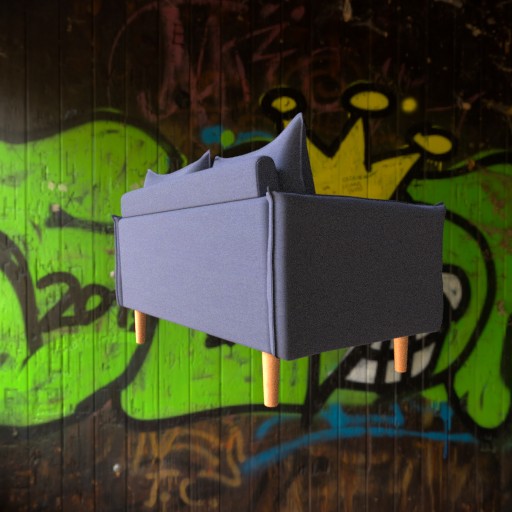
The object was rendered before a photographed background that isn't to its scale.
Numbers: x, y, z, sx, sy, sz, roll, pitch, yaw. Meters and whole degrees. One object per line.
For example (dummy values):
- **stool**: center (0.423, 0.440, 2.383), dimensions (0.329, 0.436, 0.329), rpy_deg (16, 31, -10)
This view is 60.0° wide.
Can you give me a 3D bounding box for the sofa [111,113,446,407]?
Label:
- **sofa**: center (0.000, 0.000, 1.865), dimensions (0.820, 0.840, 1.300), rpy_deg (-1, 2, -36)
